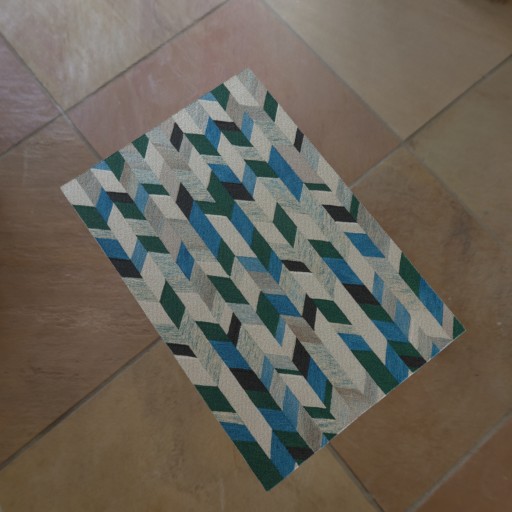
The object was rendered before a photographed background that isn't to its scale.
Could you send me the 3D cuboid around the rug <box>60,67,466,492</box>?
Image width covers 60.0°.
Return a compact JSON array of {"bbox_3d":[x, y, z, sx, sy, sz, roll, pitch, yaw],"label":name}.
[{"bbox_3d":[0.000,0.000,2.250,1.229,0.005,1.827,-36,79,-8],"label":"rug"}]
